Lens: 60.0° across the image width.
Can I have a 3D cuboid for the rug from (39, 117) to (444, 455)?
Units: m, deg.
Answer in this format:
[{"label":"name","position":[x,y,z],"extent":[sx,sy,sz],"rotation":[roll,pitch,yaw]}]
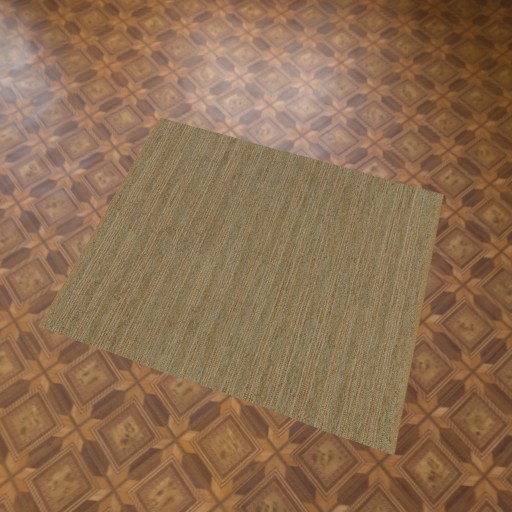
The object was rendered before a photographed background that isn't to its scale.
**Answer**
[{"label":"rug","position":[0.000,0.000,4.035],"extent":[3.034,0.012,2.471],"rotation":[17,65,8]}]
